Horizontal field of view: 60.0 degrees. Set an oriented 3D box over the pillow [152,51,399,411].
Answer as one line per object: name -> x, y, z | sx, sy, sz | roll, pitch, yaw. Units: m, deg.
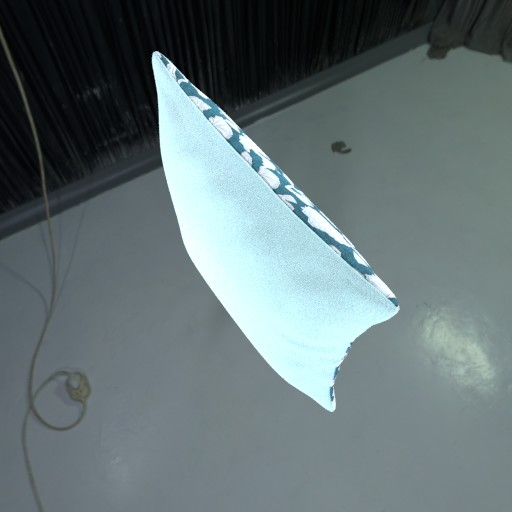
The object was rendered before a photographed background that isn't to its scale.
pillow -> 0.000, 0.000, 0.782 | 0.166, 0.508, 0.525 | -31, 64, -17
